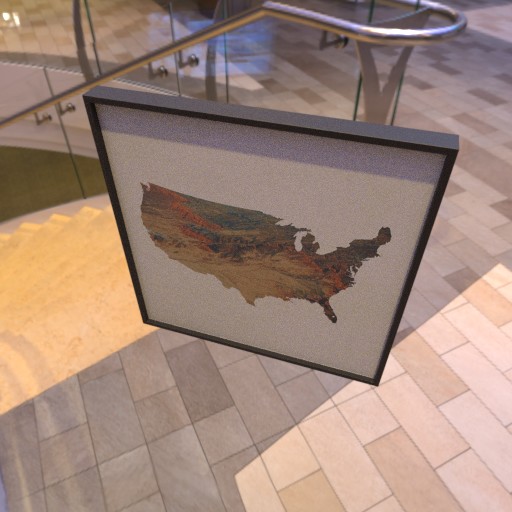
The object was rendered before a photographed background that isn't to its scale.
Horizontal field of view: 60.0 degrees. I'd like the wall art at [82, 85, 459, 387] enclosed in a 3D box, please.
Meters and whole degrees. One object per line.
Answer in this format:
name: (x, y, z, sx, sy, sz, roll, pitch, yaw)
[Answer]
wall art: (0.000, 0.000, 0.754, 0.507, 0.507, 0.038, 12, 44, 13)
